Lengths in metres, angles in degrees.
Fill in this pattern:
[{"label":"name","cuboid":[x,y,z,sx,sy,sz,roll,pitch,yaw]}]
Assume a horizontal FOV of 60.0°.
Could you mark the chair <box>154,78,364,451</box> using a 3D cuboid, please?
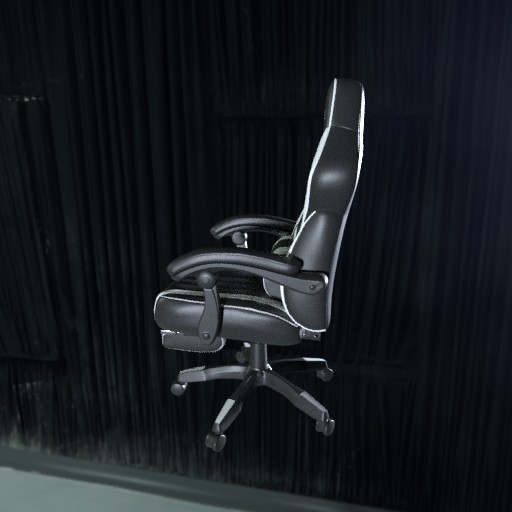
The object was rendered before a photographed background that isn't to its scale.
[{"label":"chair","cuboid":[0.000,0.000,1.633,0.700,1.200,0.676,2,15,8]}]
